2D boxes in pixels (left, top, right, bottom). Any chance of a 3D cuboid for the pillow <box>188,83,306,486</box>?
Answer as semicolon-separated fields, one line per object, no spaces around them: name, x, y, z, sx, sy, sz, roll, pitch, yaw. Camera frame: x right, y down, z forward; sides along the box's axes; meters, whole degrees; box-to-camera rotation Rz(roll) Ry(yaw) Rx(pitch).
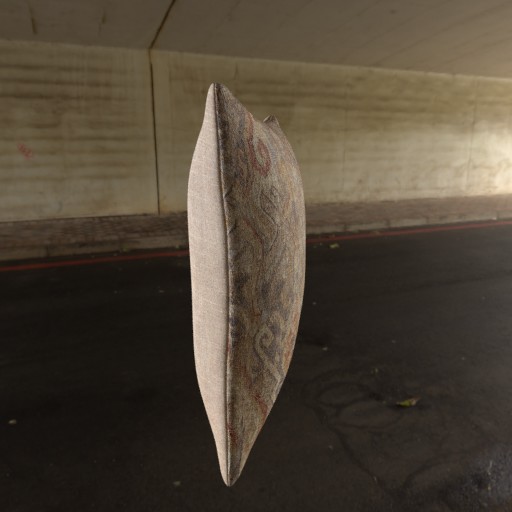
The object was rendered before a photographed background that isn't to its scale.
pillow;0.000;0.000;0.776;0.166;0.506;0.523;2;14;9
